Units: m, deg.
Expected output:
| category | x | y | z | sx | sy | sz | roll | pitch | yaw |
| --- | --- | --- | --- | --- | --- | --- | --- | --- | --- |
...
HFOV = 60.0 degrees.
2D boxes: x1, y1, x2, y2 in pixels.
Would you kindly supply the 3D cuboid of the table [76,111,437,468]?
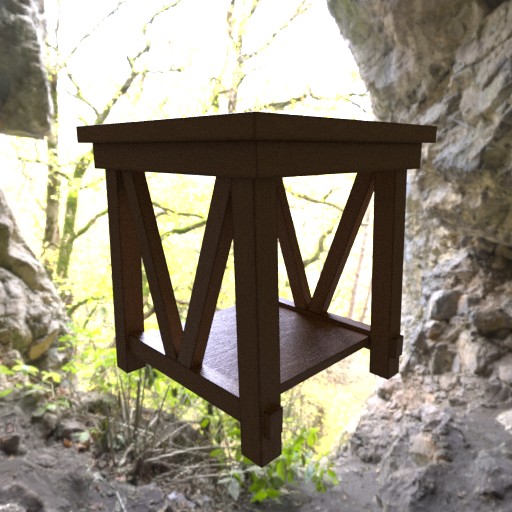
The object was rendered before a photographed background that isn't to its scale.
| category | x | y | z | sx | sy | sz | roll | pitch | yaw |
| --- | --- | --- | --- | --- | --- | --- | --- | --- | --- |
| table | 0.000 | 0.000 | 1.133 | 0.610 | 0.638 | 0.612 | -13 | 19 | -43 |
